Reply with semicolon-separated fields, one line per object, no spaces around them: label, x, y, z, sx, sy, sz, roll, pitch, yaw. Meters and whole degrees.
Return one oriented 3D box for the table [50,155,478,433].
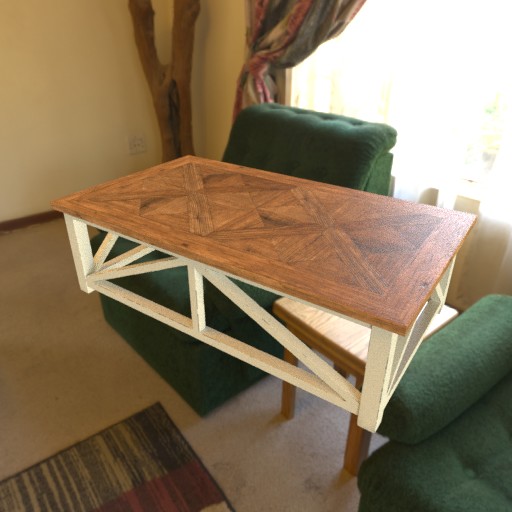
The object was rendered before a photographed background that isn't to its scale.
table;0.000;0.000;1.762;1.400;0.410;0.800;18;33;30
